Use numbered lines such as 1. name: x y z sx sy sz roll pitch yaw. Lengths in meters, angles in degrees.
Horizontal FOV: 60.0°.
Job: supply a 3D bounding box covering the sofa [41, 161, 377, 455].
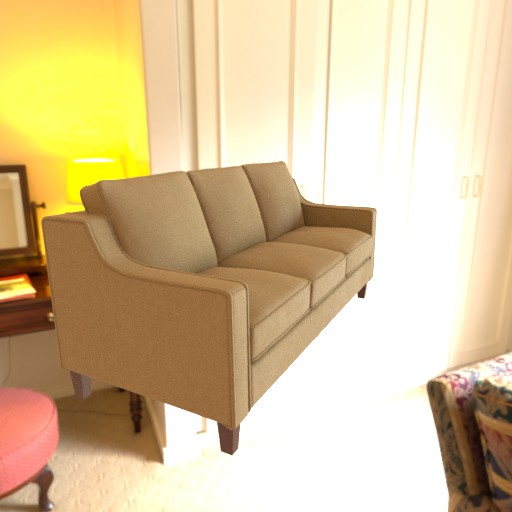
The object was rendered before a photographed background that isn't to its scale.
1. sofa: 0.000 0.000 2.503 0.911 0.974 1.986 8 17 27
